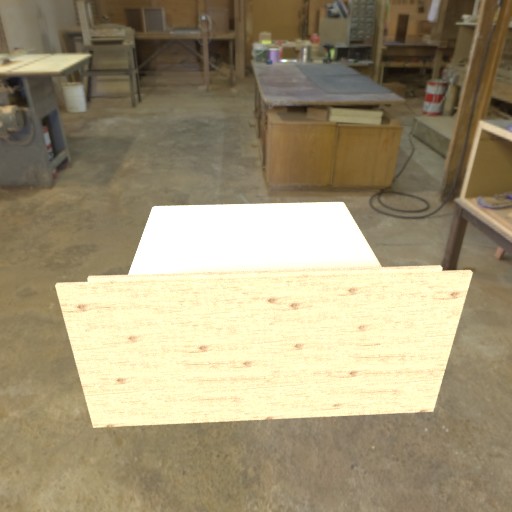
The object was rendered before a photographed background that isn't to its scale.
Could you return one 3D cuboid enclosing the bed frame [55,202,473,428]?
[{"bbox_3d":[0.000,0.000,3.197,1.950,0.970,2.080,-2,30,-3],"label":"bed frame"}]
